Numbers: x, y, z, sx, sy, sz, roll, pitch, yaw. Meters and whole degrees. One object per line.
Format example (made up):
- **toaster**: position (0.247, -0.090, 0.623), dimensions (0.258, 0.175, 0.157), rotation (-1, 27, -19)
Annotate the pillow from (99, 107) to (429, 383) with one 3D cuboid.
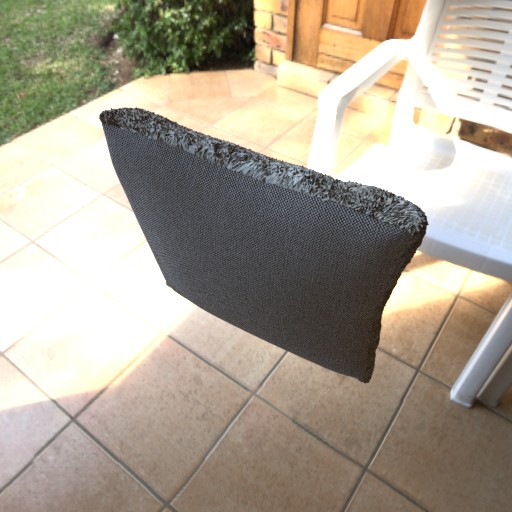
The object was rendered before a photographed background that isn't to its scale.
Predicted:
- **pillow**: position (0.000, 0.000, 0.815), dimensions (0.529, 0.515, 0.218), rotation (23, 51, 20)
